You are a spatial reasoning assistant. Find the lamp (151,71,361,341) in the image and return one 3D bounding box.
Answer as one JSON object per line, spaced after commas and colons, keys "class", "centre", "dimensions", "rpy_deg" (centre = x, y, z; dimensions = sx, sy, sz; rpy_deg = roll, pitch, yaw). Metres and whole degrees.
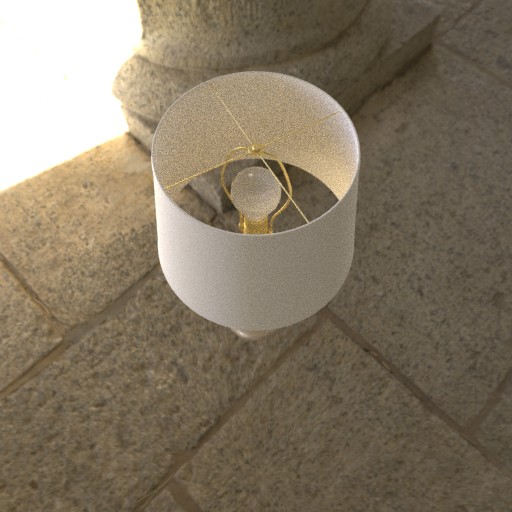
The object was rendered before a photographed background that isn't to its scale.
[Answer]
{"class": "lamp", "centre": [0.000, 0.000, 0.815], "dimensions": [0.328, 0.612, 0.328], "rpy_deg": [0, 64, 0]}
